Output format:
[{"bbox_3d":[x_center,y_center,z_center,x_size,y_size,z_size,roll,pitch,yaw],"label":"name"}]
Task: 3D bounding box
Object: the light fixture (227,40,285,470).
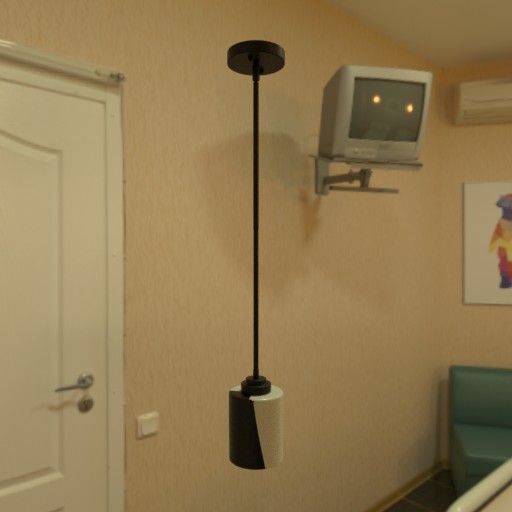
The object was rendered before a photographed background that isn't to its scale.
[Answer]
[{"bbox_3d":[0.000,0.000,0.949,0.123,0.863,0.123,0,0,19],"label":"light fixture"}]
